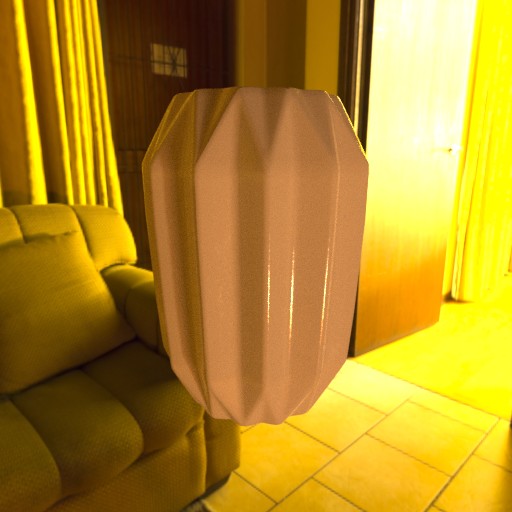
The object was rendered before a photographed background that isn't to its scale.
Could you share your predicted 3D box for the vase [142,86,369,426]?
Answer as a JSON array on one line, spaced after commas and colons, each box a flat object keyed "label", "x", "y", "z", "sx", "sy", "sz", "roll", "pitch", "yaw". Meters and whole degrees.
[{"label": "vase", "x": 0.000, "y": 0.000, "z": 0.403, "sx": 0.195, "sy": 0.275, "sz": 0.195, "roll": 0, "pitch": 14, "yaw": 0}]
